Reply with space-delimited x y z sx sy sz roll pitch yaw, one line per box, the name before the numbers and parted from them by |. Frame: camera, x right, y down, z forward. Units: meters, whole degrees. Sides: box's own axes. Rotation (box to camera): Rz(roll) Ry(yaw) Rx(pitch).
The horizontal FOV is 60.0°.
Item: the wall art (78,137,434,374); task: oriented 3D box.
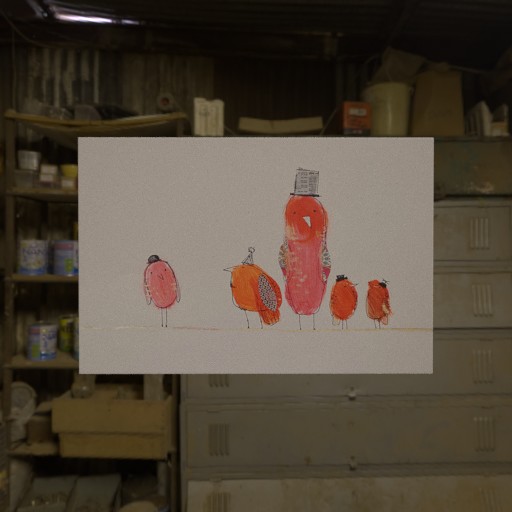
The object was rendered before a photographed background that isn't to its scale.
wall art | 0.000 0.000 1.162 0.914 0.609 0.038 0 1 0
